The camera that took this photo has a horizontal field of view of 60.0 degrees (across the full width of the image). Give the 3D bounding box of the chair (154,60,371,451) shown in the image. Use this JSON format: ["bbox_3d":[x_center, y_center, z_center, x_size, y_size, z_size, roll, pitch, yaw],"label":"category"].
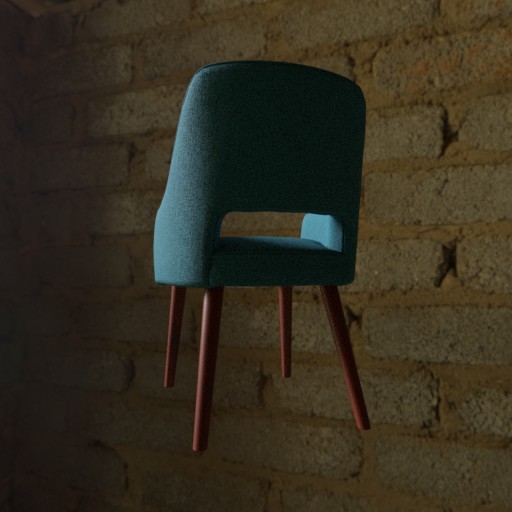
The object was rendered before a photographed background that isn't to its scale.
[{"bbox_3d":[0.000,0.000,1.257,0.548,0.849,0.605,0,-1,-18],"label":"chair"}]
